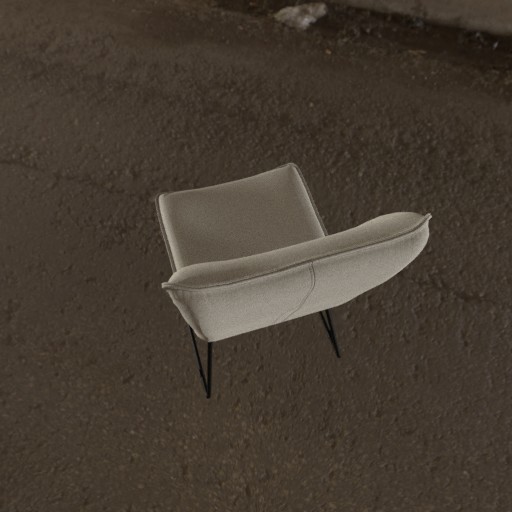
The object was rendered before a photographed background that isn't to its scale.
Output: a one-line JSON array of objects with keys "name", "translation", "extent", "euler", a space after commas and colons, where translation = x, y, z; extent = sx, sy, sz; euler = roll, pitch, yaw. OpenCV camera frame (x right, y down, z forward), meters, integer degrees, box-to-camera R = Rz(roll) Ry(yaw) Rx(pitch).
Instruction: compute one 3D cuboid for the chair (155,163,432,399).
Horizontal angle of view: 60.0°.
[{"name": "chair", "translation": [0.000, 0.000, 1.312], "extent": [0.515, 0.930, 0.688], "euler": [-15, 59, -9]}]
